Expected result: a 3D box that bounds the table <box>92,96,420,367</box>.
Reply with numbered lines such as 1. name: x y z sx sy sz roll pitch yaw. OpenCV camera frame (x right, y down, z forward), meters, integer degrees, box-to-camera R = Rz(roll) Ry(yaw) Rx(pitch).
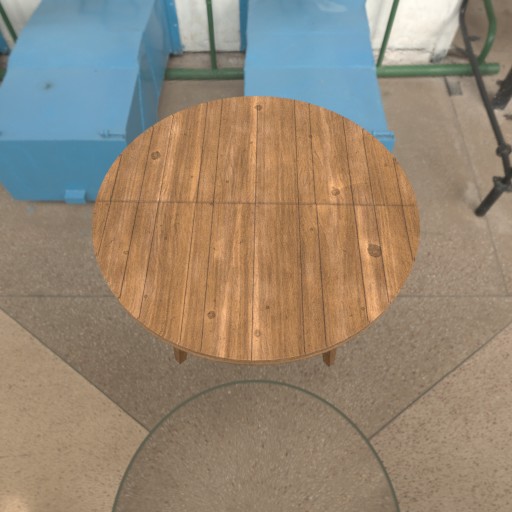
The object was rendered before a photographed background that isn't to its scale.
1. table: 0.000 0.000 1.996 1.213 0.764 1.213 0 59 0
